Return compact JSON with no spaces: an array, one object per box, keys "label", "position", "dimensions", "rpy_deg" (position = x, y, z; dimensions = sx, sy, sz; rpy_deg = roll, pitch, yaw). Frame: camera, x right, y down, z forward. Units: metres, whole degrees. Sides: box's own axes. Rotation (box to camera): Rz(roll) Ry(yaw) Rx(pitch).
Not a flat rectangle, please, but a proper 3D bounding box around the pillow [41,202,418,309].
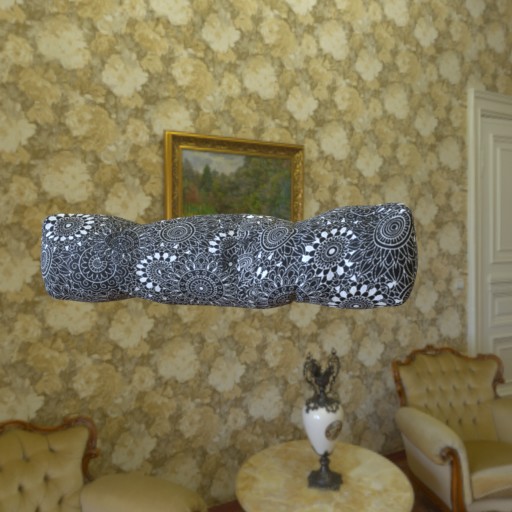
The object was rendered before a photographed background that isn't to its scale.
[{"label":"pillow","position":[0.000,0.000,0.740],"dimensions":[0.490,0.128,0.468],"rpy_deg":[0,1,17]}]
